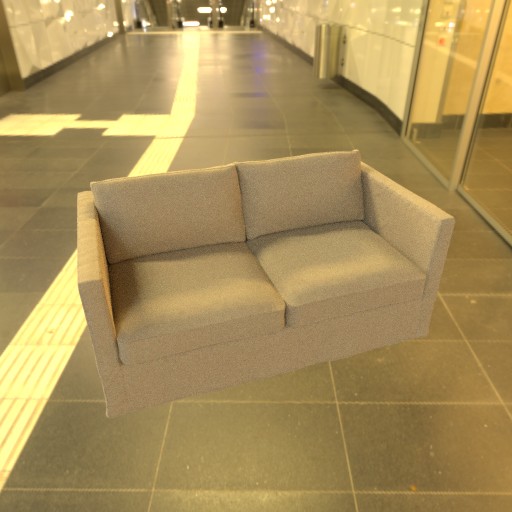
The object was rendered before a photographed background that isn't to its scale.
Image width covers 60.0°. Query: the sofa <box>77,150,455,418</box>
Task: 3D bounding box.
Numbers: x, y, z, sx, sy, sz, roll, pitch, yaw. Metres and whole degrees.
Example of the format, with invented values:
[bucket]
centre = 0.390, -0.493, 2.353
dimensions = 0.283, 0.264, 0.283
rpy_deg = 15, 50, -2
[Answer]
[sofa]
centre = 0.000, 0.000, 2.351
dimensions = 1.719, 0.835, 0.962
rpy_deg = -10, 32, -16
